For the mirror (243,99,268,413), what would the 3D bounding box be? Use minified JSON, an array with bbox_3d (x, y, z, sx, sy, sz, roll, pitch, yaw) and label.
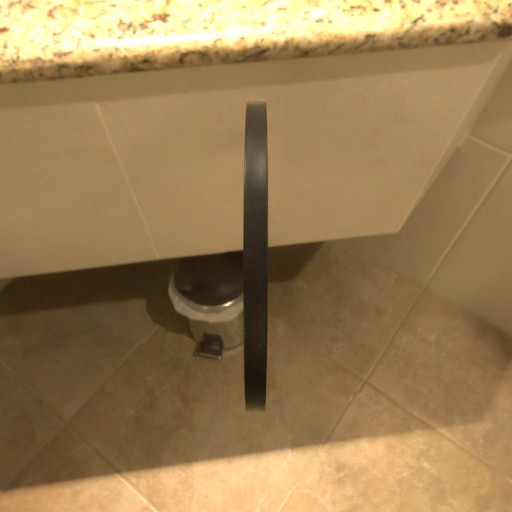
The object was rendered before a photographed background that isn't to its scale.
[{"bbox_3d":[0.000,0.000,0.847,0.032,0.565,0.565,0,59,0],"label":"mirror"}]
